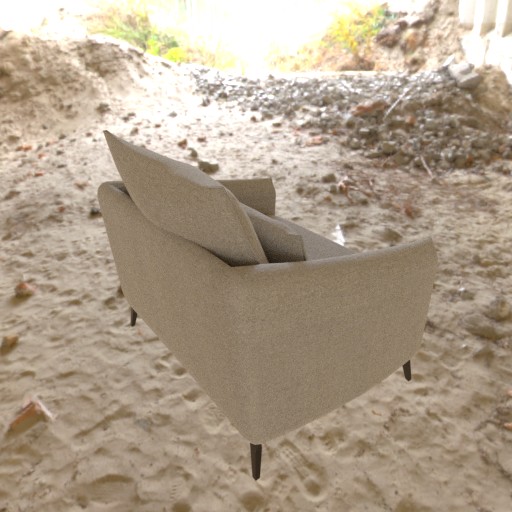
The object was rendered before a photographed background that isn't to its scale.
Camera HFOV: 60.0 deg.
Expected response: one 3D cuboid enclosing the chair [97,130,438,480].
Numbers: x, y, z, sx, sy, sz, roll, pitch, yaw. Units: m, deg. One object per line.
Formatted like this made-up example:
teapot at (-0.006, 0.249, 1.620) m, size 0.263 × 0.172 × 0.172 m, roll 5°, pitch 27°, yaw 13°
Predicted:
chair at (0.000, 0.000, 1.597) m, size 0.801 × 0.856 × 1.029 m, roll -18°, pitch 31°, yaw -32°
